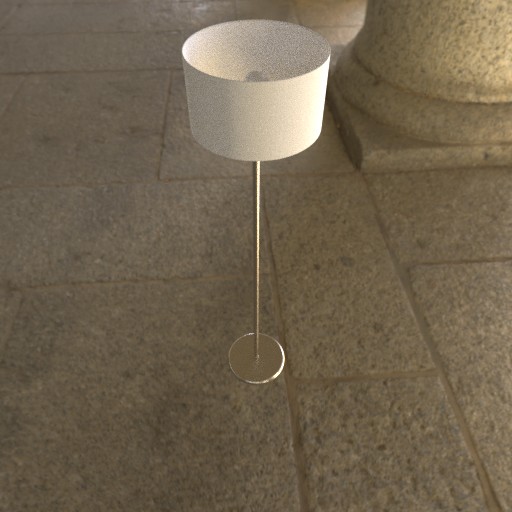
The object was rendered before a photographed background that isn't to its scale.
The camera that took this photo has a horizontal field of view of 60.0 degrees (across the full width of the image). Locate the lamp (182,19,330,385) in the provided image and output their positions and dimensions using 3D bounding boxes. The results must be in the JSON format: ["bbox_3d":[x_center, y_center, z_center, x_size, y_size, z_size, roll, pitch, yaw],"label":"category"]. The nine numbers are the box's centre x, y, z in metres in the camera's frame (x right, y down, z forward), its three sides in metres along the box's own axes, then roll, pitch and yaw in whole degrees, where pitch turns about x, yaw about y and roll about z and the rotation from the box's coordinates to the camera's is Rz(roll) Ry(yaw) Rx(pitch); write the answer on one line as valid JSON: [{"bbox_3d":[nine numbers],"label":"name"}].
[{"bbox_3d":[0.000,0.000,1.568,0.347,1.443,0.347,-26,52,-22],"label":"lamp"}]
